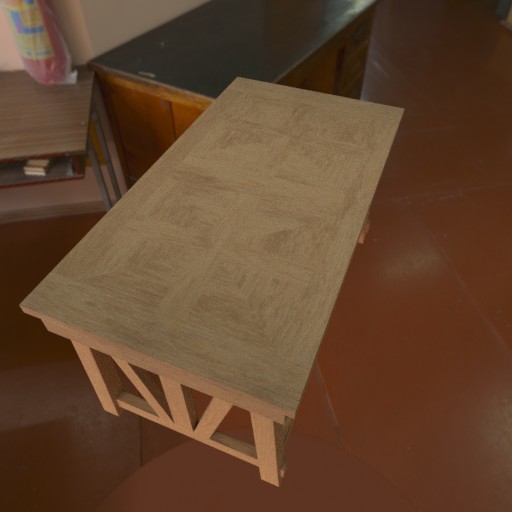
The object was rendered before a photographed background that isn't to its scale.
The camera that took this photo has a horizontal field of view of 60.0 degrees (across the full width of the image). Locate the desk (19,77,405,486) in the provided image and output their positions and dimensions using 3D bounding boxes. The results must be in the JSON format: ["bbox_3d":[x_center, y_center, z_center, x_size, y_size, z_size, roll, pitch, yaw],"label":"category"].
[{"bbox_3d":[0.000,0.000,1.881,0.813,0.762,1.499,17,49,15],"label":"desk"}]
